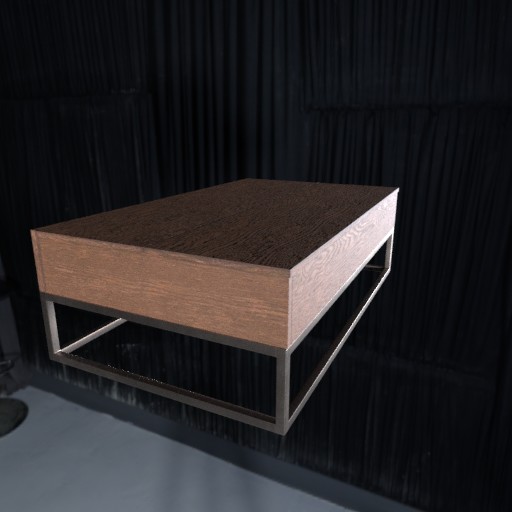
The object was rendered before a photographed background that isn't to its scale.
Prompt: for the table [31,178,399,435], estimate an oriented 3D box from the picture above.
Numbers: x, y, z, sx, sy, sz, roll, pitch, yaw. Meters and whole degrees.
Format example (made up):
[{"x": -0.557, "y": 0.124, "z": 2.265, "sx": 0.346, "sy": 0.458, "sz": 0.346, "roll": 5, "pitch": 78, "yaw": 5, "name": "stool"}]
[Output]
[{"x": 0.000, "y": 0.000, "z": 1.509, "sx": 0.719, "sy": 0.361, "sz": 1.167, "roll": 8, "pitch": 19, "yaw": 25, "name": "table"}]
